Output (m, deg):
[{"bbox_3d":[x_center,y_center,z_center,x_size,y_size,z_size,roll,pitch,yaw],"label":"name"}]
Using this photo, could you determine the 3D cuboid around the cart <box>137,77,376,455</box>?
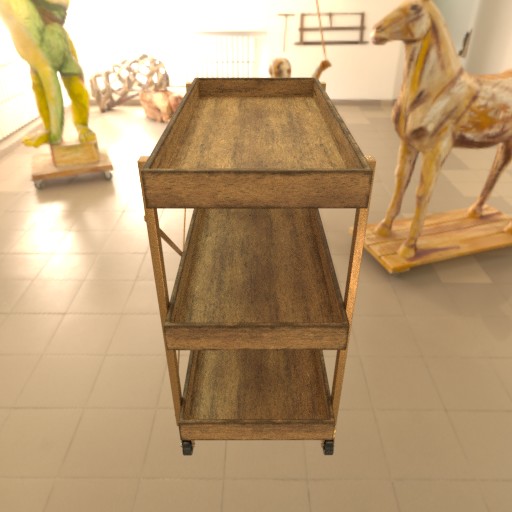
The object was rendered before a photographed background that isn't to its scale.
[{"bbox_3d":[0.000,0.000,1.234,0.416,0.799,0.750,0,33,0],"label":"cart"}]
